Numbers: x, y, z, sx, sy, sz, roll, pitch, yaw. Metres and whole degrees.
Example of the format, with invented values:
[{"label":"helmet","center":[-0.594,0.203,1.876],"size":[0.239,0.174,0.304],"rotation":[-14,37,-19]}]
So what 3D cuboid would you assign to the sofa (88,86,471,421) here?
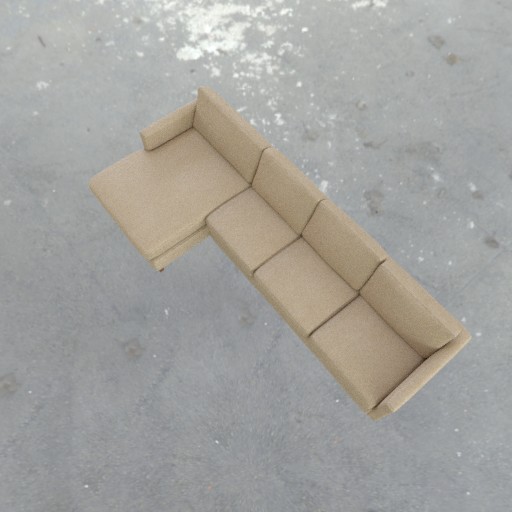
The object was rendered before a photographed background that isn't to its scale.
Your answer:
[{"label":"sofa","center":[0.000,0.000,3.757],"size":[1.502,0.876,3.201],"rotation":[-36,69,-16]}]
